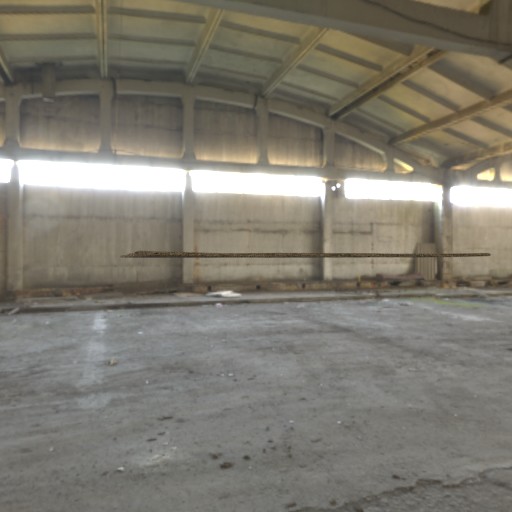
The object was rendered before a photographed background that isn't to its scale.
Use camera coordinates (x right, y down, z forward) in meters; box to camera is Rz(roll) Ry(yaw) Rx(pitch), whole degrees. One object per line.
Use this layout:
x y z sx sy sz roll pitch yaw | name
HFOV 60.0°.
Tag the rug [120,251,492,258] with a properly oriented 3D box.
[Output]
0.000 0.000 4.244 2.414 0.036 3.199 0 0 -18 | rug
